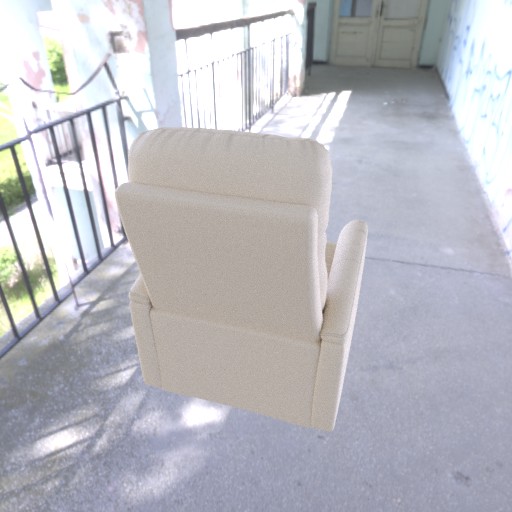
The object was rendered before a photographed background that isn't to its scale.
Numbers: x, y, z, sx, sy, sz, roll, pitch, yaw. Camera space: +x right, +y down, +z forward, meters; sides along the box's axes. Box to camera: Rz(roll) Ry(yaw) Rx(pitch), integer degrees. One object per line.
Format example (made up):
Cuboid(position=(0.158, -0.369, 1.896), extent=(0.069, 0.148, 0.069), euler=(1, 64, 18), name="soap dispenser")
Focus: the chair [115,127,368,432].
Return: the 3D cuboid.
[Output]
Cuboid(position=(0.000, 0.000, 1.656), extent=(0.775, 1.082, 0.831), euler=(9, 33, 15), name="chair")
